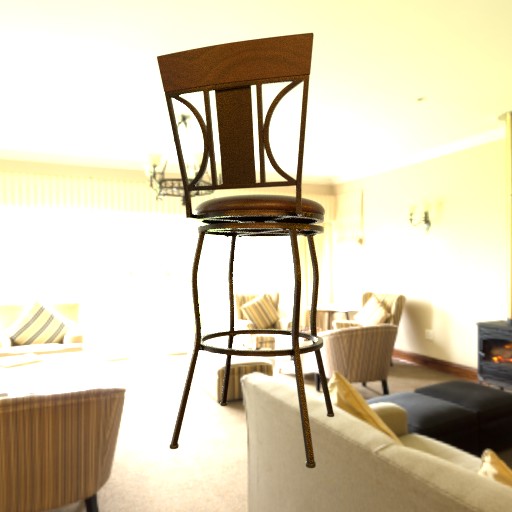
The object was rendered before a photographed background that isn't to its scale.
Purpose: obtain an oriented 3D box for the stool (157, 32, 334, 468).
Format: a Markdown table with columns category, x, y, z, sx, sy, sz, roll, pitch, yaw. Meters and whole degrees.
| category | x | y | z | sx | sy | sz | roll | pitch | yaw |
| --- | --- | --- | --- | --- | --- | --- | --- | --- | --- |
| stool | 0.000 | 0.000 | 1.408 | 0.448 | 1.130 | 0.513 | 0 | -1 | 17 |
